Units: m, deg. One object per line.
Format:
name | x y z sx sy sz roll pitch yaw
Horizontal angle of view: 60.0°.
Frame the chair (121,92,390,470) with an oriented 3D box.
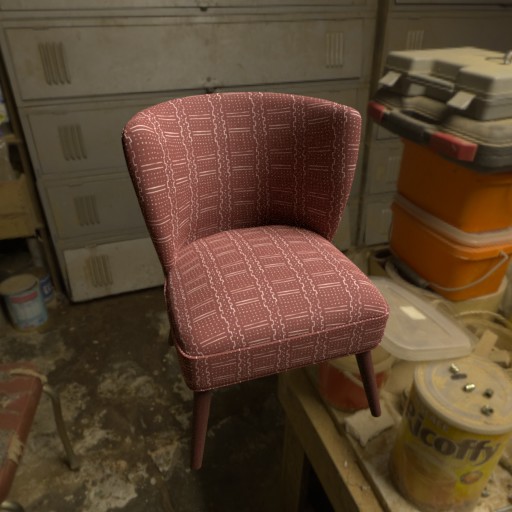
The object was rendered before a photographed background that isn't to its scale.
chair | 0.000 0.000 1.406 0.706 0.866 0.758 -9 32 -15
